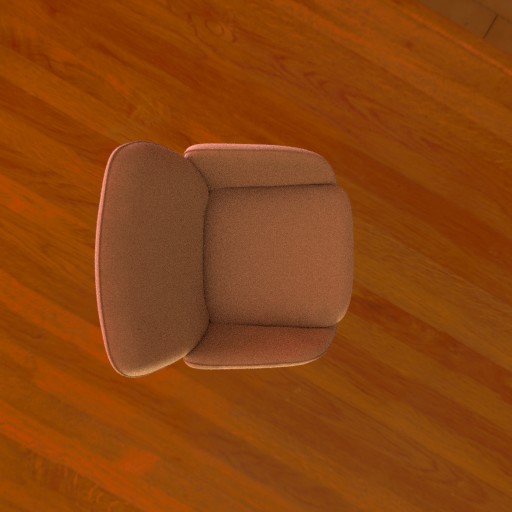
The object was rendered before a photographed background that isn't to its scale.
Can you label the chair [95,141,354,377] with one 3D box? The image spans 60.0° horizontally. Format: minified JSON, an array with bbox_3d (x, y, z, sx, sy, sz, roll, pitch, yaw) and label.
[{"bbox_3d":[0.000,0.000,1.347,0.654,0.959,0.648,0,90,-1],"label":"chair"}]
